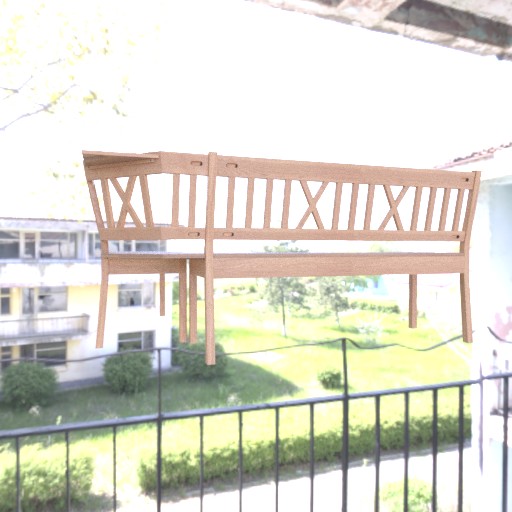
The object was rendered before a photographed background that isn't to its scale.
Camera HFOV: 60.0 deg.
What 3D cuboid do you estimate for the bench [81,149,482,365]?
[{"bbox_3d":[0.000,0.000,2.709,1.937,0.902,1.537,0,1,-18],"label":"bench"}]
